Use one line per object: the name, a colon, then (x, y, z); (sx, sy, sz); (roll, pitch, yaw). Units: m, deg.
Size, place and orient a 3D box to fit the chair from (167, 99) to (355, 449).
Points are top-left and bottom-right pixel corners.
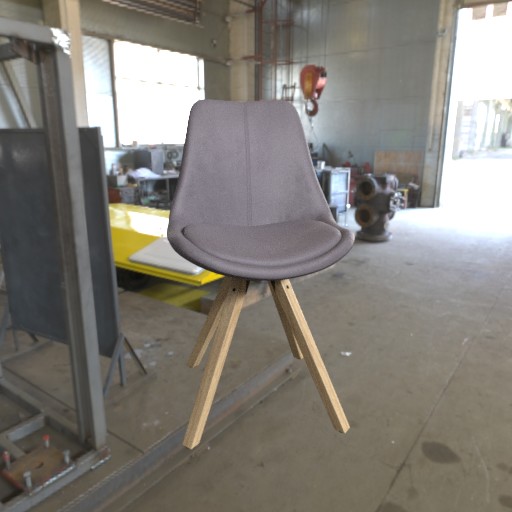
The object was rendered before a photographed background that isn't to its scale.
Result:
chair: (0.000, 0.000, 1.238); (0.483, 0.865, 0.547); (-2, 15, -9)
